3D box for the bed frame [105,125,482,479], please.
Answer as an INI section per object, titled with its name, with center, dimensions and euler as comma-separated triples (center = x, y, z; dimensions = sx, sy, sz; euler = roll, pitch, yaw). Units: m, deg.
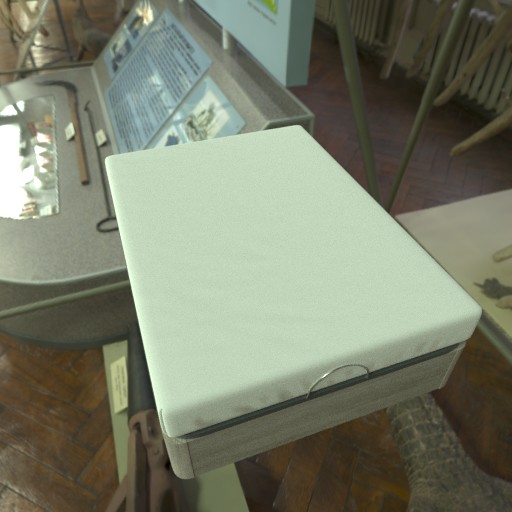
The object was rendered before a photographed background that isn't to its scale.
[bed frame]
center = 0.000, 0.000, 2.512
dimensions = 1.400, 0.561, 1.900
euler = -13, 43, -15
